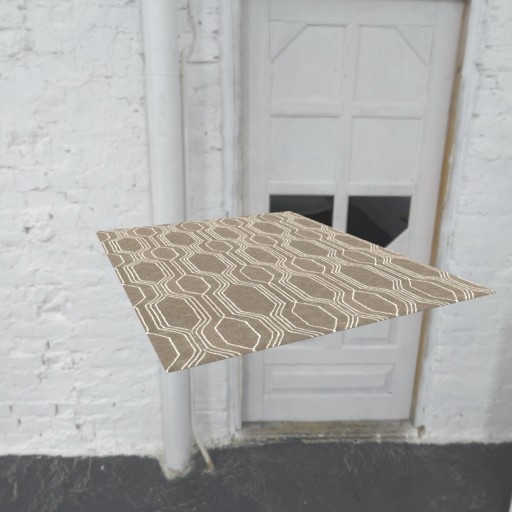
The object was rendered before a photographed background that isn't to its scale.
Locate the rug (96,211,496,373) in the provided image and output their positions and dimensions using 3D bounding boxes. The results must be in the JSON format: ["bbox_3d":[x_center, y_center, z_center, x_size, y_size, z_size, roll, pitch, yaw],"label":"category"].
[{"bbox_3d":[0.000,0.000,4.063,2.457,0.012,3.062,-8,20,-24],"label":"rug"}]
